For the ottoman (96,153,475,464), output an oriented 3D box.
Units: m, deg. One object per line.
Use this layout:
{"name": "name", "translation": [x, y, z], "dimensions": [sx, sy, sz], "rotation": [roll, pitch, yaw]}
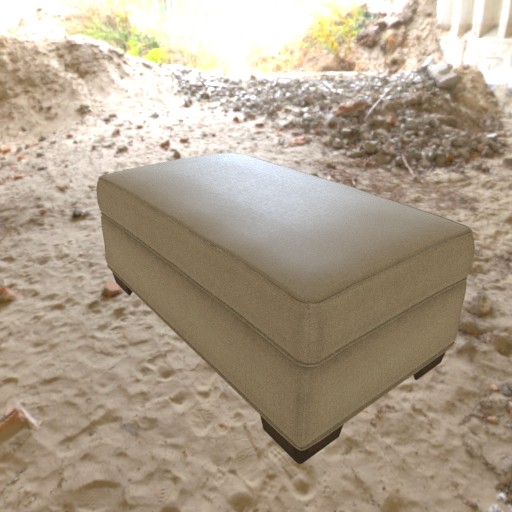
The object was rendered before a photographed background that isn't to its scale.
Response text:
{"name": "ottoman", "translation": [0.000, 0.000, 1.418], "dimensions": [0.617, 0.461, 1.097], "rotation": [-19, 32, -34]}
